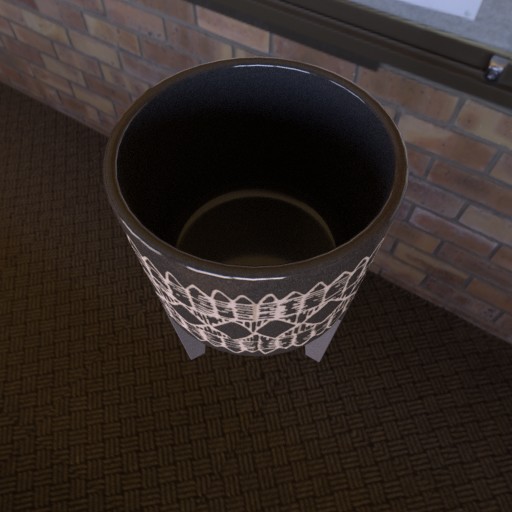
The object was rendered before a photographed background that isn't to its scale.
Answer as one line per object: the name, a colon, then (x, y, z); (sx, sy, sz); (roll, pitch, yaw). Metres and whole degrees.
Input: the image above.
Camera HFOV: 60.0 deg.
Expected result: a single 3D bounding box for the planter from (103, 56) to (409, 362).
planter: (0.000, 0.000, 0.397); (0.196, 0.264, 0.196); (1, 58, 1)
